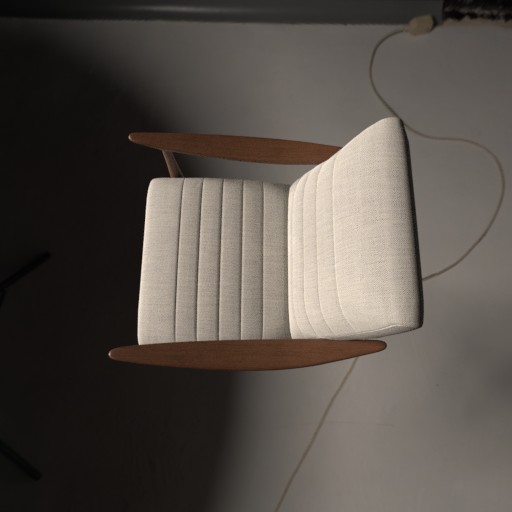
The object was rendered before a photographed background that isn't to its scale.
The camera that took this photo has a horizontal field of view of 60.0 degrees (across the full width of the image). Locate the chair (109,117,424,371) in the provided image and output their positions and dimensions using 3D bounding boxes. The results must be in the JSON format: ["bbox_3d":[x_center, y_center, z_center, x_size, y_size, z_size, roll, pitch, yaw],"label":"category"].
[{"bbox_3d":[0.000,0.000,1.473,0.798,0.832,0.741,0,75,0],"label":"chair"}]
